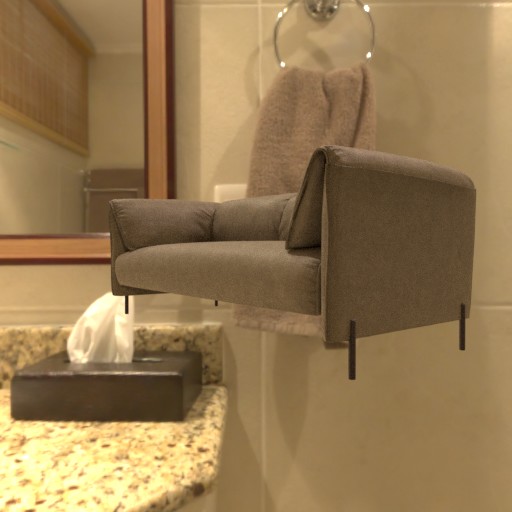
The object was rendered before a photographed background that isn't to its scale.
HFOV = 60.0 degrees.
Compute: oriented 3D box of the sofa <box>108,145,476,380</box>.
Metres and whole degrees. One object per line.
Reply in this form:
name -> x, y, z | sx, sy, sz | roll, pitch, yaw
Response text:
sofa -> 0.000, 0.000, 2.290 | 0.905, 0.747, 1.878 | 0, 1, -38
